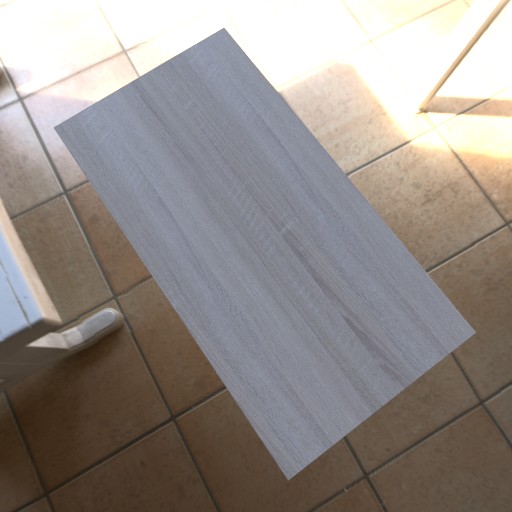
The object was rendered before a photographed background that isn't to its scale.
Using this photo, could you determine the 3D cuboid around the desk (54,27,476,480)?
[{"bbox_3d":[0.000,0.000,1.517,0.600,0.731,1.100,-35,78,-8],"label":"desk"}]
